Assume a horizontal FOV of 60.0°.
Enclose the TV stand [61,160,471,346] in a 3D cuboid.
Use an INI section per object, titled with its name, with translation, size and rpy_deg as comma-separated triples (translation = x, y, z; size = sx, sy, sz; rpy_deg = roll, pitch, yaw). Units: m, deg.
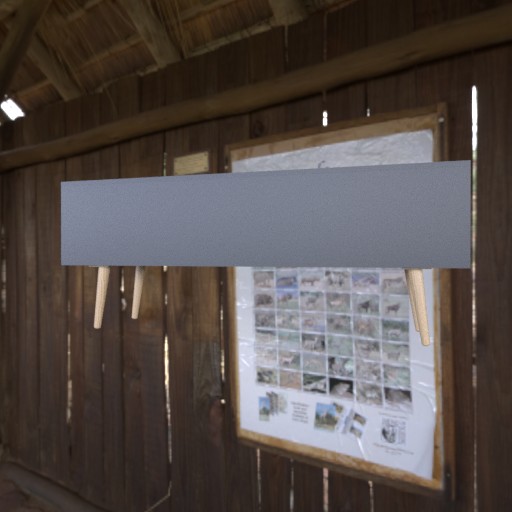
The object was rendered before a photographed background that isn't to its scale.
[TV stand]
translation = 0.000, 0.000, 1.560
size = 1.312, 0.518, 0.390
rpy_deg = 0, 0, 16
